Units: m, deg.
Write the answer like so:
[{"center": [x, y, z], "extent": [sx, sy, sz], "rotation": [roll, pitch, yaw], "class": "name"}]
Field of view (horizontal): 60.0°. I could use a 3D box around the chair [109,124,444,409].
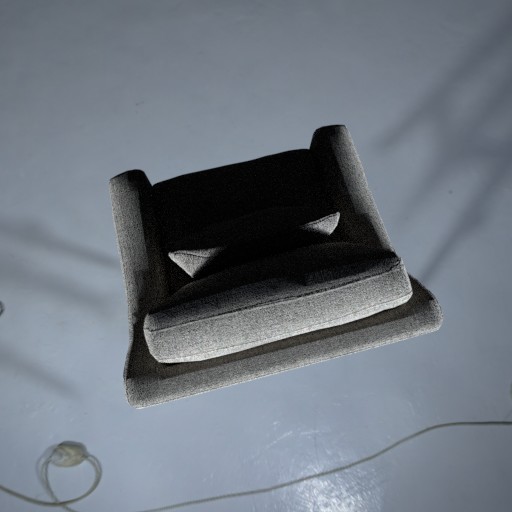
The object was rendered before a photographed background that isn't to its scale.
[{"center": [0.000, 0.000, 1.951], "extent": [1.138, 1.037, 1.009], "rotation": [-14, 75, -4], "class": "chair"}]
